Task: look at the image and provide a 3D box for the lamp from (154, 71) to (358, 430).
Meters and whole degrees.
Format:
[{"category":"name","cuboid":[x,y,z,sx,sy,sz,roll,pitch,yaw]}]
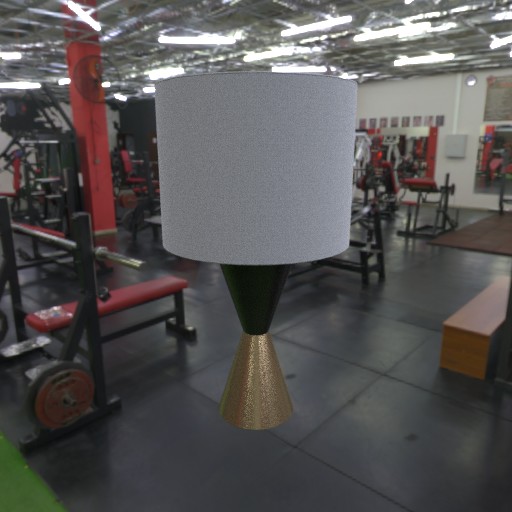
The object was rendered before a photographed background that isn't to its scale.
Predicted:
[{"category":"lamp","cuboid":[0.000,0.000,0.744,0.304,0.573,0.304,14,20,43]}]
